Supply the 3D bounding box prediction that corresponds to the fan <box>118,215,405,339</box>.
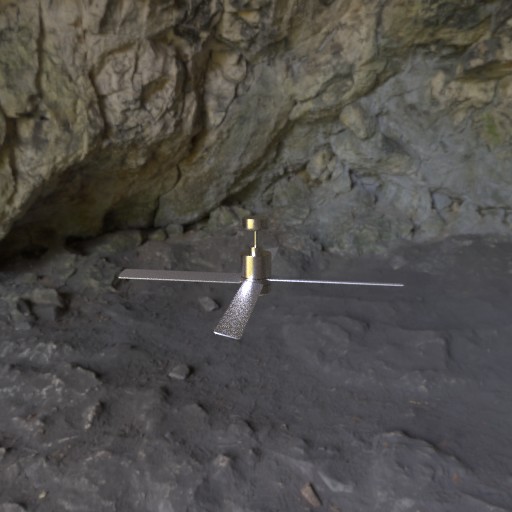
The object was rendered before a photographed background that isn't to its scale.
[{"bbox_3d":[0.000,0.000,2.030,1.322,0.355,1.322,2,14,8],"label":"fan"}]
